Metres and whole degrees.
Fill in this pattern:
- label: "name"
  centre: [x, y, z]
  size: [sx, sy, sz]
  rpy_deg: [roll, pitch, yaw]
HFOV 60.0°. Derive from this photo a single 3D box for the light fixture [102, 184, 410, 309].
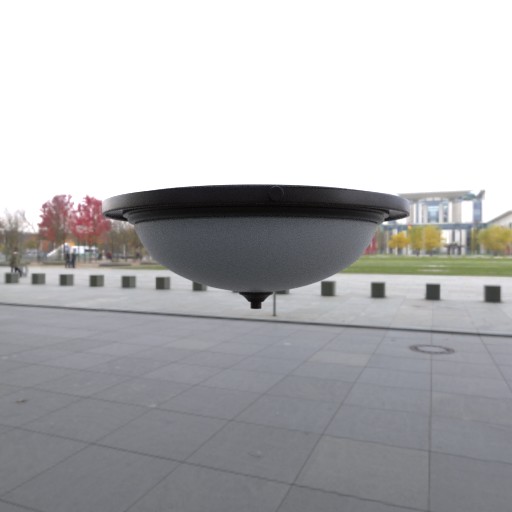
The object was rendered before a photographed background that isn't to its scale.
- label: "light fixture"
  centre: [0.000, 0.000, 0.550]
  size: [0.361, 0.130, 0.361]
  rpy_deg: [0, 1, 0]
